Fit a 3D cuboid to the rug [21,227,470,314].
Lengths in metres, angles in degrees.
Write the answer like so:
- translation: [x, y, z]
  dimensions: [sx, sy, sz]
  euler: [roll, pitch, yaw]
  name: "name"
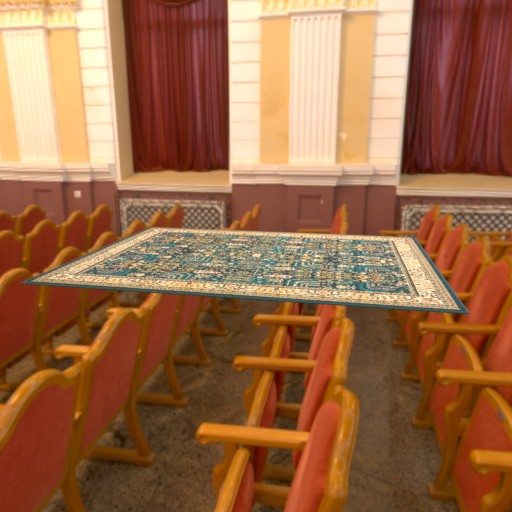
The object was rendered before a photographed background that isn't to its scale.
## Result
- translation: [0.000, 0.000, 3.990]
  dimensions: [3.044, 0.015, 2.226]
  euler: [3, 15, 11]
  name: "rug"
